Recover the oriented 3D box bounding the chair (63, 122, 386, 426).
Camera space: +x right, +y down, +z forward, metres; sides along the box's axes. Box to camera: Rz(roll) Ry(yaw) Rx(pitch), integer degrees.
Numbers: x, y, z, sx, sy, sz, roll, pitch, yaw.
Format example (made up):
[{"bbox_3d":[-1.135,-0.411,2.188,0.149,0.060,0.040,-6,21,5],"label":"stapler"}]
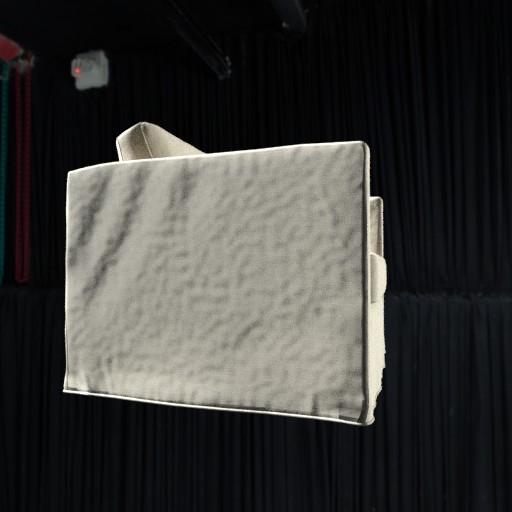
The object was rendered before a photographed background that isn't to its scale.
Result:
[{"bbox_3d":[0.000,0.000,1.718,0.949,0.867,1.057,-1,-2,18],"label":"chair"}]
